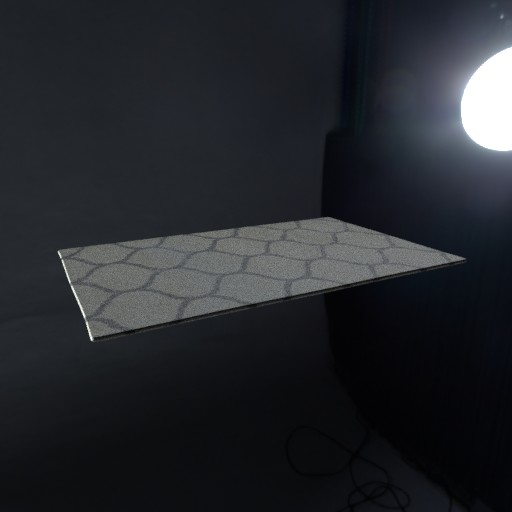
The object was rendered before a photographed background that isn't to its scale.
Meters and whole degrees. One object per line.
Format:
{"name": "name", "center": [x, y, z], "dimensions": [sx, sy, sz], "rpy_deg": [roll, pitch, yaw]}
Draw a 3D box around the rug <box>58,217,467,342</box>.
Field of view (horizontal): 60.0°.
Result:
{"name": "rug", "center": [0.000, 0.000, 3.002], "dimensions": [2.348, 0.024, 1.501], "rpy_deg": [-9, 19, -27]}
